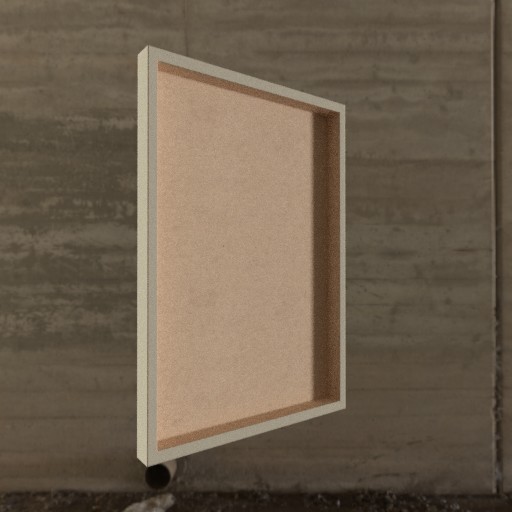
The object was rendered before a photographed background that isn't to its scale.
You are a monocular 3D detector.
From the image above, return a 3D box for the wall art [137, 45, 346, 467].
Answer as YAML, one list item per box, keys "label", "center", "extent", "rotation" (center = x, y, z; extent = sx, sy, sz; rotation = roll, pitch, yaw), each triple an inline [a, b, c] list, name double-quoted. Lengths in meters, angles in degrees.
- label: "wall art"
  center: [0.000, 0.000, 0.779]
  extent: [0.418, 0.608, 0.038]
  rotation: [0, 0, -37]
